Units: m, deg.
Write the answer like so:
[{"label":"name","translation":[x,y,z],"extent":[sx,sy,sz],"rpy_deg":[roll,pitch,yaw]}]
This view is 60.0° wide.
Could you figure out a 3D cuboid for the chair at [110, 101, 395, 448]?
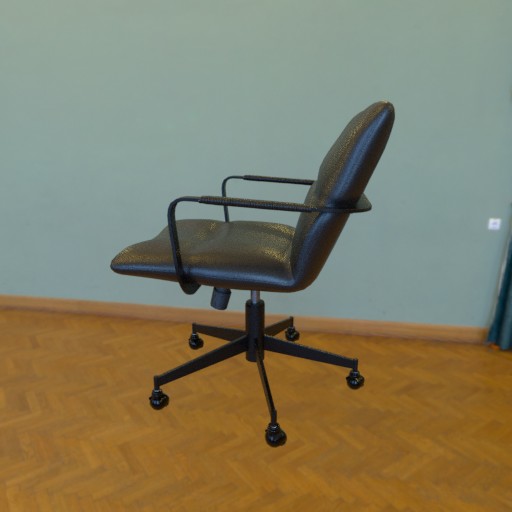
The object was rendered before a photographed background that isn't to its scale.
[{"label":"chair","translation":[0.000,0.000,1.450],"extent":[0.748,0.922,0.719],"rpy_deg":[2,15,8]}]
